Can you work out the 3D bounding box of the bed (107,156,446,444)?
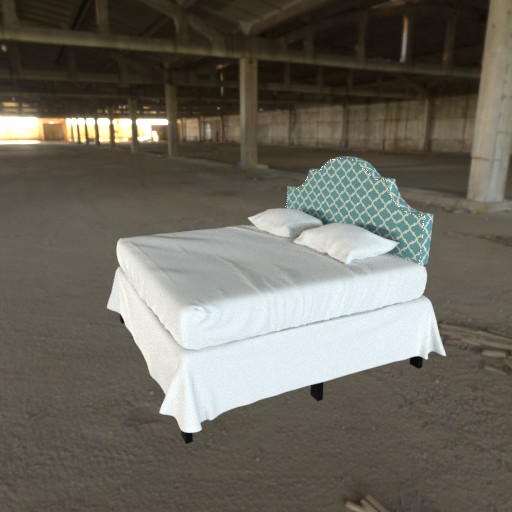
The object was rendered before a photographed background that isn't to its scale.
[{"bbox_3d":[0.000,0.000,3.761,2.222,1.601,2.314,-8,18,-26],"label":"bed"}]
